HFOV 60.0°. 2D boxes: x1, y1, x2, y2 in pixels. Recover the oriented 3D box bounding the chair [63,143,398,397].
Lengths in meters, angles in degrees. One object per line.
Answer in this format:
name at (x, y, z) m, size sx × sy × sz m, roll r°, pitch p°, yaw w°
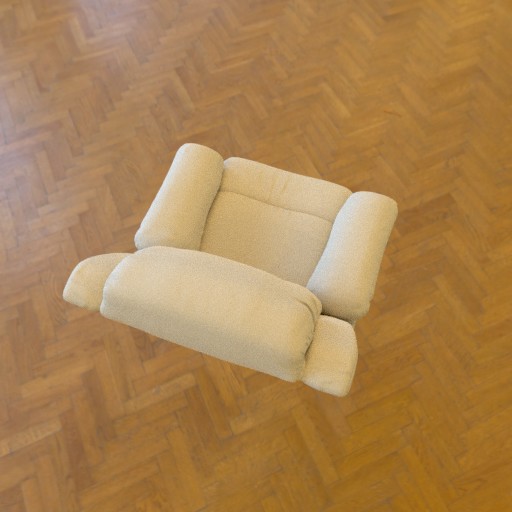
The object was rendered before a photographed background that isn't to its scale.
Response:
chair at (0.000, 0.000, 1.226) m, size 0.680 × 0.702 × 0.709 m, roll 17°, pitch 64°, yaw 9°
